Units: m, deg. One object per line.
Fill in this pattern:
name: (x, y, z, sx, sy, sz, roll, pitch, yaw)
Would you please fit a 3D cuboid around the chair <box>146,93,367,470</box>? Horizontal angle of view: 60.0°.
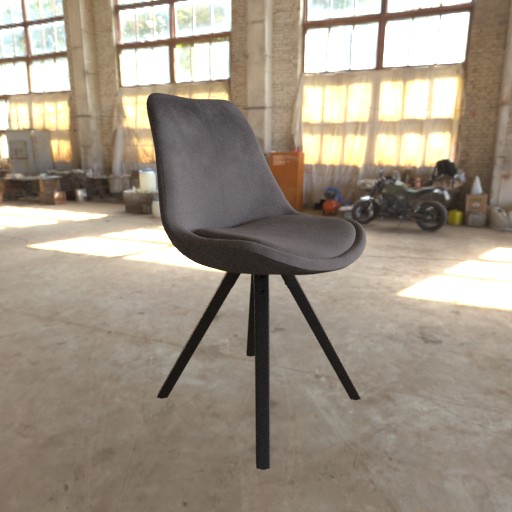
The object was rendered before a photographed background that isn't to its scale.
chair: (0.000, 0.000, 1.193, 0.550, 0.850, 0.476, 13, 19, 42)
